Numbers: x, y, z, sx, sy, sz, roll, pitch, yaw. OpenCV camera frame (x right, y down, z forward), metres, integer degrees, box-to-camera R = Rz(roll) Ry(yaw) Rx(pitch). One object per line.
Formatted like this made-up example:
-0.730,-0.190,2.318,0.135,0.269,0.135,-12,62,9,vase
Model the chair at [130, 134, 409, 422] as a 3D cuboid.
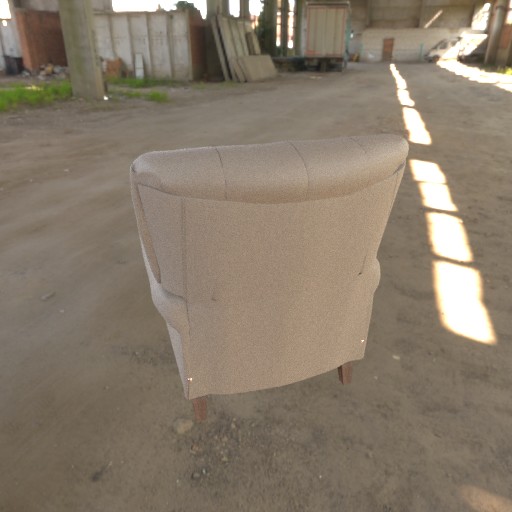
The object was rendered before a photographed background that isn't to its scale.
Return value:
0.000,0.000,1.938,0.999,1.138,1.041,-8,27,-17,chair
